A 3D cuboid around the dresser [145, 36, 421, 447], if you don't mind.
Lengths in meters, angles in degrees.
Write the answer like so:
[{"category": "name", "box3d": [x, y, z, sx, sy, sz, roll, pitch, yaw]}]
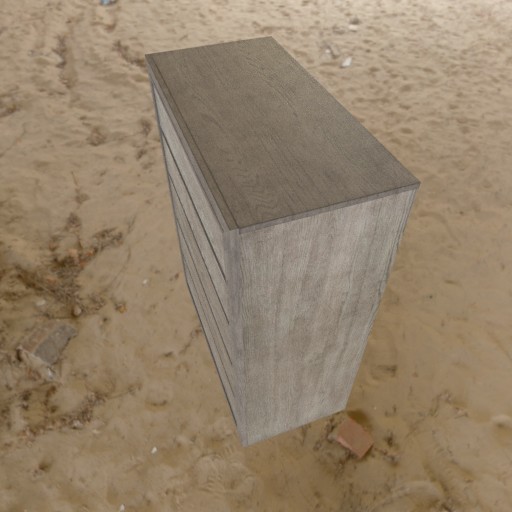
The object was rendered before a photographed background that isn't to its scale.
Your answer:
[{"category": "dresser", "box3d": [0.000, 0.000, 1.785, 0.483, 1.295, 0.967, -15, 49, -14]}]
